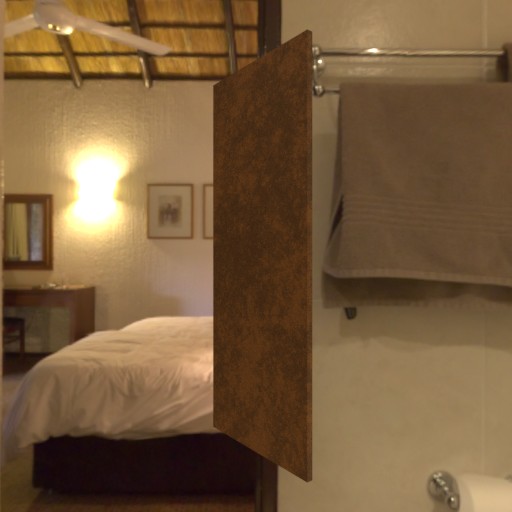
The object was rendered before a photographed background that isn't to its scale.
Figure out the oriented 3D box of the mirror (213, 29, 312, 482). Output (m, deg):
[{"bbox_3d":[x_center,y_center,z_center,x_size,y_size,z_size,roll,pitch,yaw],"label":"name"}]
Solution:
[{"bbox_3d":[0.000,0.000,2.323,0.032,2.031,0.812,0,0,-37],"label":"mirror"}]
